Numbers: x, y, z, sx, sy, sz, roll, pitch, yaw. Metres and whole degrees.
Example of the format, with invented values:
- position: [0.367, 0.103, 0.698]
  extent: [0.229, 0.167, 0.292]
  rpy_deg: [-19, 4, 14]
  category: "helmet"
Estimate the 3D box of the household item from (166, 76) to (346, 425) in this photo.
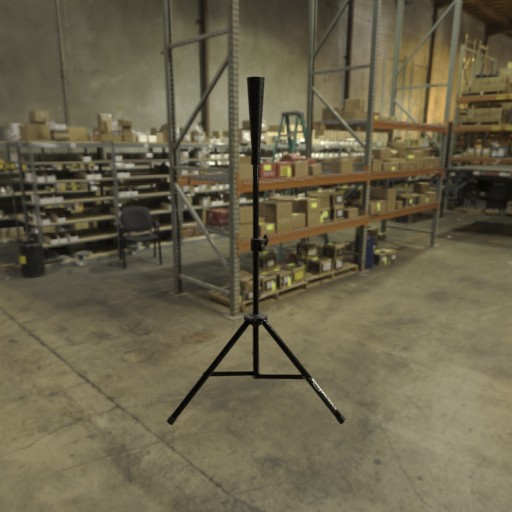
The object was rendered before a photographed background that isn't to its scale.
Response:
- position: [0.000, 0.000, 1.396]
  extent: [0.559, 1.067, 0.559]
  rpy_deg: [13, 19, 43]
  category: "household item"
